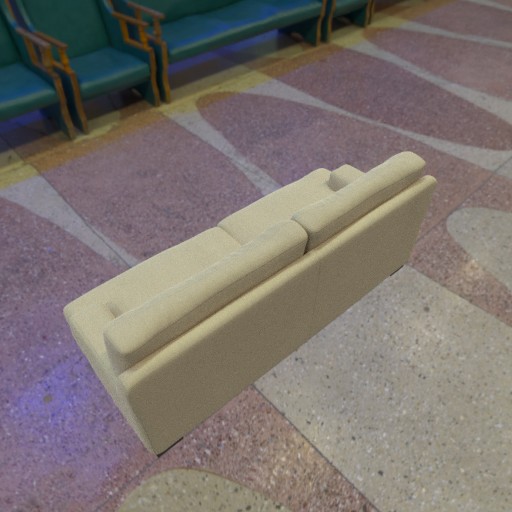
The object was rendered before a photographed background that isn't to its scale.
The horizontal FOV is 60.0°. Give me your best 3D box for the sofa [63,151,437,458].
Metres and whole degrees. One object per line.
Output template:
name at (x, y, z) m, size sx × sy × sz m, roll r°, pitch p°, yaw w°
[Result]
sofa at (0.000, 0.000, 2.656) m, size 2.147 × 0.925 × 0.929 m, roll -31°, pitch 53°, yaw -27°
